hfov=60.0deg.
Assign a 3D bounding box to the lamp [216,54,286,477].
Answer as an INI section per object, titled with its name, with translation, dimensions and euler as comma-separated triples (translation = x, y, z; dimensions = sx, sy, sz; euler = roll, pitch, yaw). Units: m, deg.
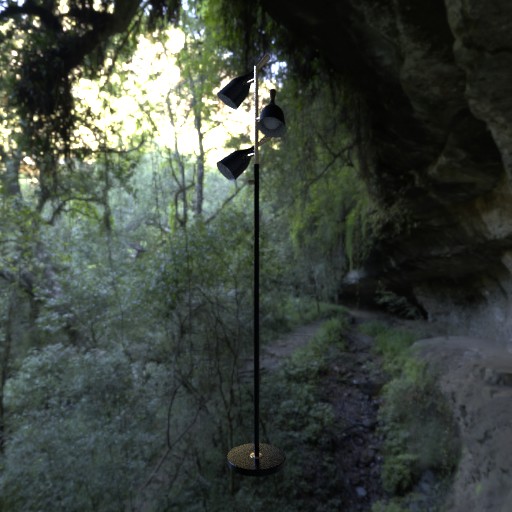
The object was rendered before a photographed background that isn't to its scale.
[lamp]
translation = 0.000, 0.000, 1.909
dimensions = 0.253, 1.778, 0.434
euler = 0, 0, -36
